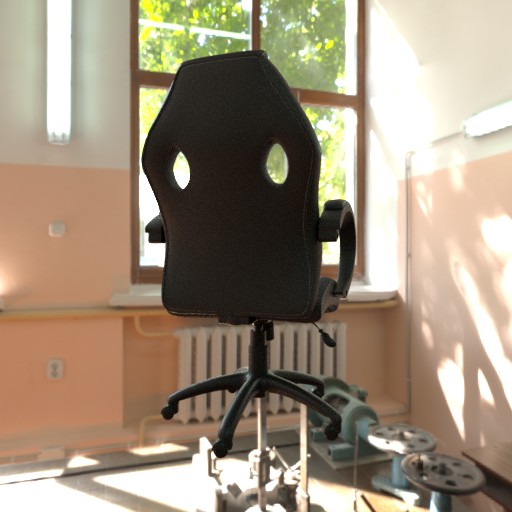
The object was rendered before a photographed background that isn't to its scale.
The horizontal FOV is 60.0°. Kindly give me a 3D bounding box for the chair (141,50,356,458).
[{"bbox_3d":[0.000,0.000,1.612,0.673,1.187,0.724,0,0,18],"label":"chair"}]
